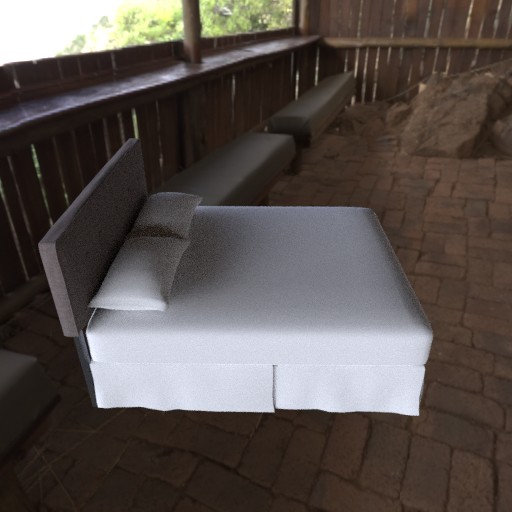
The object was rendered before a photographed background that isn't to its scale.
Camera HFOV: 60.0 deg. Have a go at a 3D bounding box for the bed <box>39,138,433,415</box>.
[{"bbox_3d":[0.000,0.000,2.865,1.894,1.089,1.610,0,31,1],"label":"bed"}]
